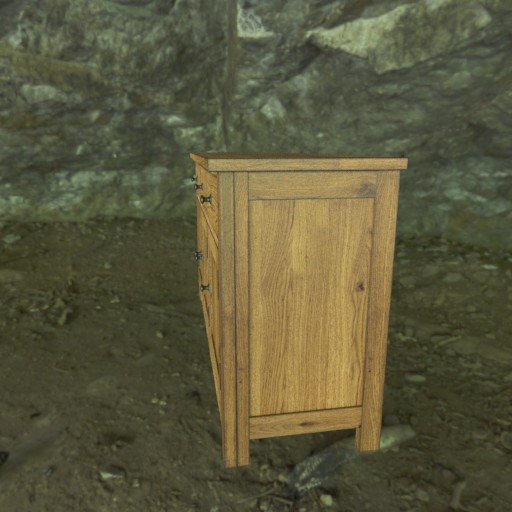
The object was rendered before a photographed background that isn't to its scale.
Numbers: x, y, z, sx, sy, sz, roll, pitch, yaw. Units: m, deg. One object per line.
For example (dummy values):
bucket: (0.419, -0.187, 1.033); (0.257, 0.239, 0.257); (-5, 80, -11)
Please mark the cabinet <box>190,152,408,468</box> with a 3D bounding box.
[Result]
cabinet: (0.000, 0.000, 1.811); (0.480, 0.813, 1.474); (-2, 14, -9)
